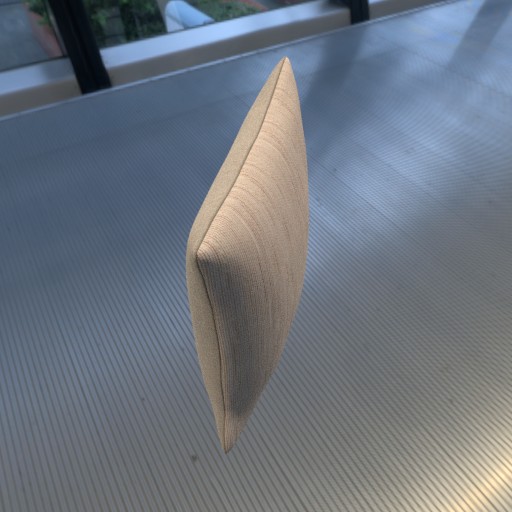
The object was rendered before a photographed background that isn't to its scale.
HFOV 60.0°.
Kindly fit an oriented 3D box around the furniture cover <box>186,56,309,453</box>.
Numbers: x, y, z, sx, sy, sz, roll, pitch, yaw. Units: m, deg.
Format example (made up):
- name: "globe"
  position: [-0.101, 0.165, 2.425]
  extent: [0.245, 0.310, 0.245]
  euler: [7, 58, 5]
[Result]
- name: "furniture cover"
  position: [0.000, 0.000, 0.786]
  extent: [0.178, 0.506, 0.512]
  euler: [9, 46, 9]
